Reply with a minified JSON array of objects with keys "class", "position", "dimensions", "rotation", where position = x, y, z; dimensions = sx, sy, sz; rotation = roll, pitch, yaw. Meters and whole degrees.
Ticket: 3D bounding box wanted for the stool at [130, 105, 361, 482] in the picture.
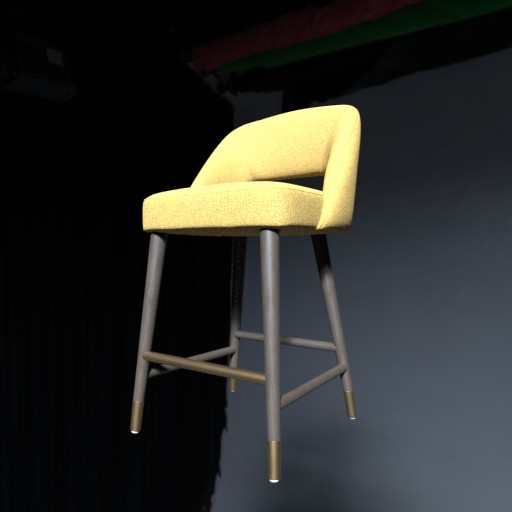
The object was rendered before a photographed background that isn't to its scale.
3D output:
[{"class":"stool","position":[0.000,0.000,1.255],"dimensions":[0.536,0.939,0.522],"rotation":[1,1,35]}]
